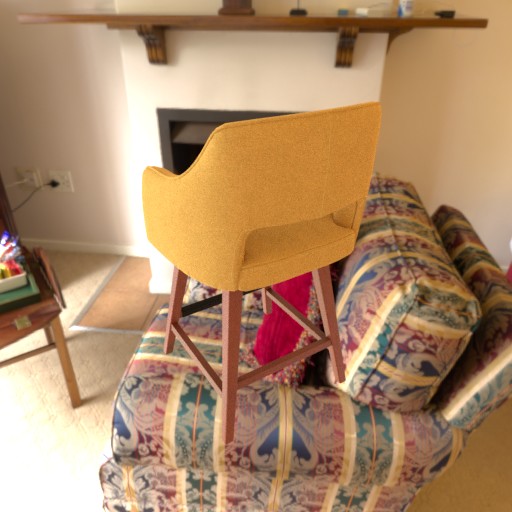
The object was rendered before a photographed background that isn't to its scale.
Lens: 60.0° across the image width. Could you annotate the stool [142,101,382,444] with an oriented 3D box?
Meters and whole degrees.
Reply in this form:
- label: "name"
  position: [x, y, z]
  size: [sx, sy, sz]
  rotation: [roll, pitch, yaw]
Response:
- label: "stool"
  position: [0.000, 0.000, 1.303]
  size: [0.548, 0.924, 0.558]
  rotation: [-18, 35, -28]
